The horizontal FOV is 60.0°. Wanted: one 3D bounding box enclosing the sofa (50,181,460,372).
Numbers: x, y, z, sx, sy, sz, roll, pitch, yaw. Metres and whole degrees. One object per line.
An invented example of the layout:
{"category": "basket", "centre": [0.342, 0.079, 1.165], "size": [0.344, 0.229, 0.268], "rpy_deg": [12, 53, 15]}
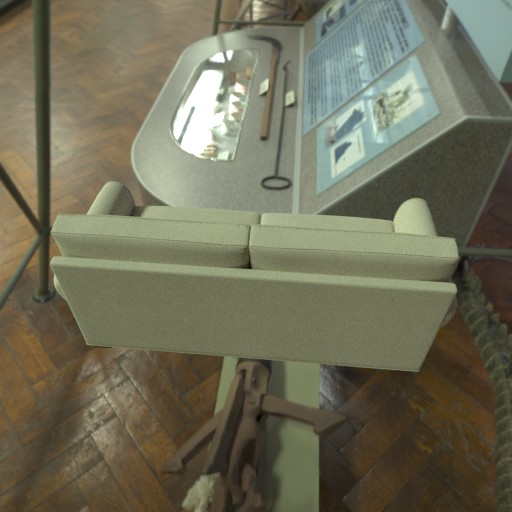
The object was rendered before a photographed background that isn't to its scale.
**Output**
{"category": "sofa", "centre": [0.000, 0.000, 2.660], "size": [2.146, 0.962, 0.901], "rpy_deg": [4, 45, 4]}
